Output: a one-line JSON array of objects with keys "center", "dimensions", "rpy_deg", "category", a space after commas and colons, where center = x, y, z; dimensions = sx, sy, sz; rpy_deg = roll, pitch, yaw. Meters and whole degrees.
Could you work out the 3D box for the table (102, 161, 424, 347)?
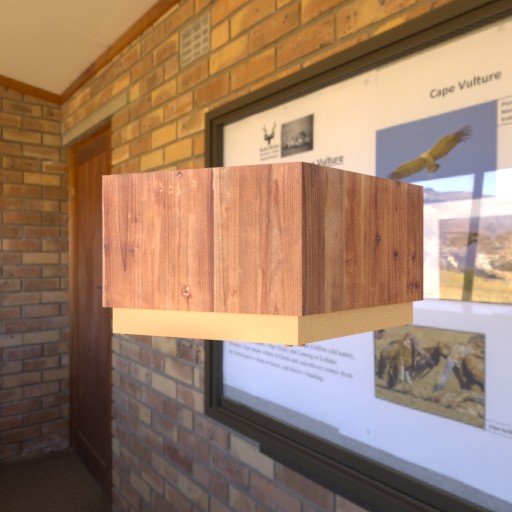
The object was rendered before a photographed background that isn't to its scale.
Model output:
[{"center": [0.000, 0.000, 1.631], "dimensions": [1.154, 0.456, 1.000], "rpy_deg": [0, 0, 19], "category": "table"}]
